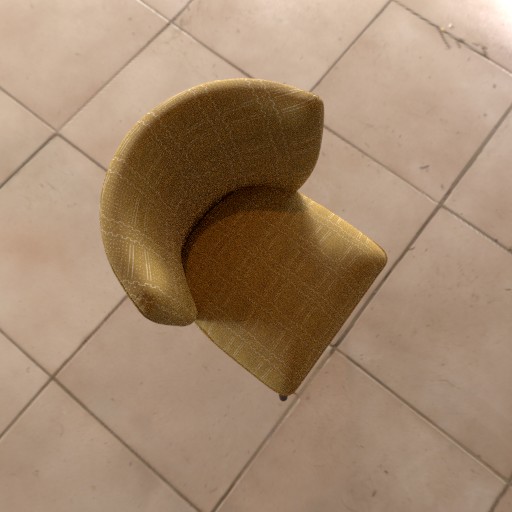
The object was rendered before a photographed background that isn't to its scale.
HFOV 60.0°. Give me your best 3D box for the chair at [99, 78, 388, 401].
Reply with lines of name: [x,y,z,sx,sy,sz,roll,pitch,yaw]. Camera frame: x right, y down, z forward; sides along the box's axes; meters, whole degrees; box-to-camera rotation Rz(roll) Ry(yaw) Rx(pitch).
chair: [0.000,0.000,1.448,0.758,0.866,0.706,36,78,9]
